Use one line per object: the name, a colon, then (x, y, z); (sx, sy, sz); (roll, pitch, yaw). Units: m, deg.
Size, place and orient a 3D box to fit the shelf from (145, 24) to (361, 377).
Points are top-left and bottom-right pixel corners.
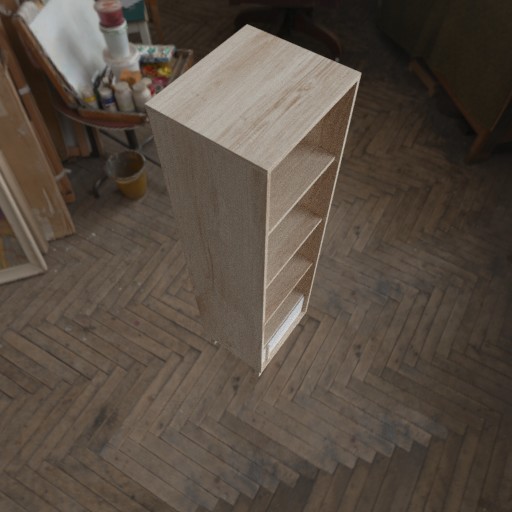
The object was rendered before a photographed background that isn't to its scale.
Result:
shelf: (0.000, 0.000, 2.191); (0.450, 1.960, 0.510); (32, 64, 18)
